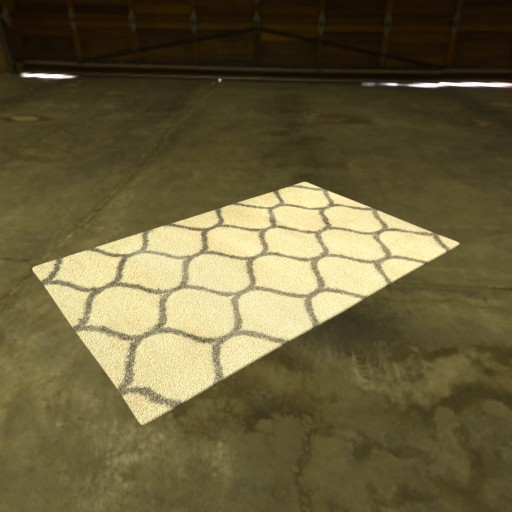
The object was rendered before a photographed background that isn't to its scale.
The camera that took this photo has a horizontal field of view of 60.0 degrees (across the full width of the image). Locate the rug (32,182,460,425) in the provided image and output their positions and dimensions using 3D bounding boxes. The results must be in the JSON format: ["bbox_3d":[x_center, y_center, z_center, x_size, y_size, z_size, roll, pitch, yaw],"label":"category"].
[{"bbox_3d":[0.000,0.000,2.864,2.348,0.024,1.501,-22,37,-33],"label":"rug"}]
